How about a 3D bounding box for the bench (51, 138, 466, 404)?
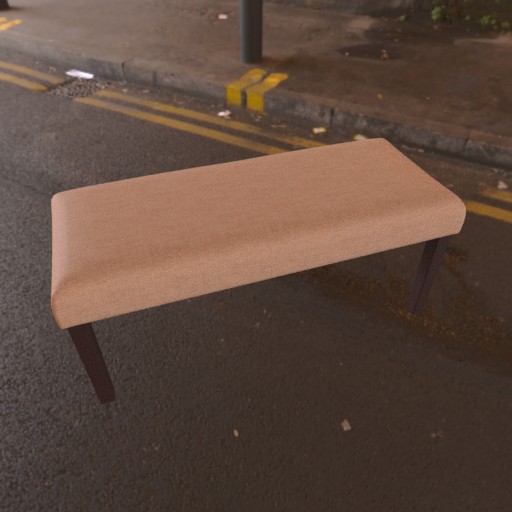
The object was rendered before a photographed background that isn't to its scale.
[{"bbox_3d":[0.000,0.000,1.266,1.013,0.456,0.407,-13,42,-14],"label":"bench"}]
